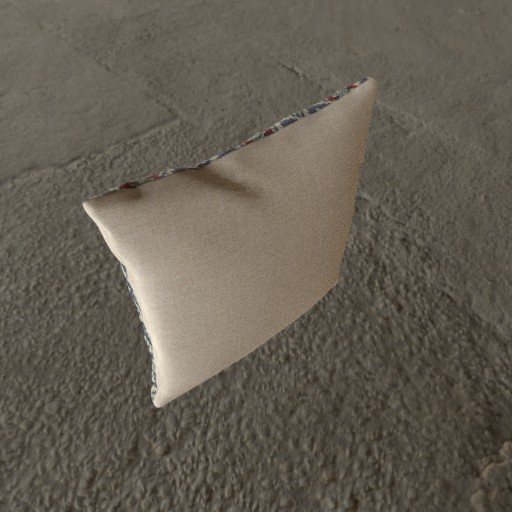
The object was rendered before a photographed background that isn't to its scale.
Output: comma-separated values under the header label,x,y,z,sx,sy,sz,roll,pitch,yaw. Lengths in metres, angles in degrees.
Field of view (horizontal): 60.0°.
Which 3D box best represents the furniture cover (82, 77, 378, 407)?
label,x,y,z,sx,sy,sz,roll,pitch,yaw
furniture cover,0.000,0.000,0.671,0.431,0.431,0.139,-31,53,-26
